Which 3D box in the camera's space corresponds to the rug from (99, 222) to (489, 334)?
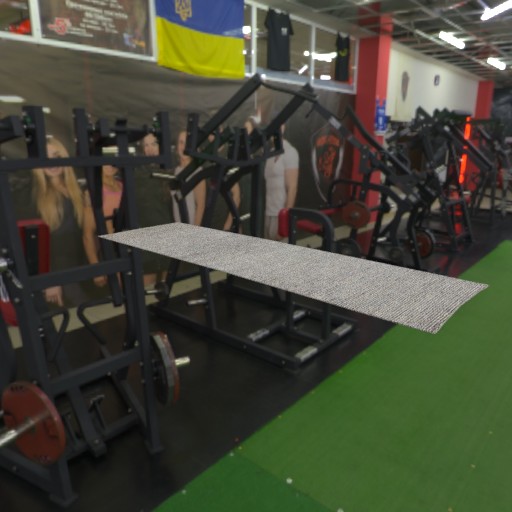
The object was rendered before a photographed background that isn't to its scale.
[{"bbox_3d":[0.000,0.000,2.569,2.335,0.013,0.697,13,20,40],"label":"rug"}]
